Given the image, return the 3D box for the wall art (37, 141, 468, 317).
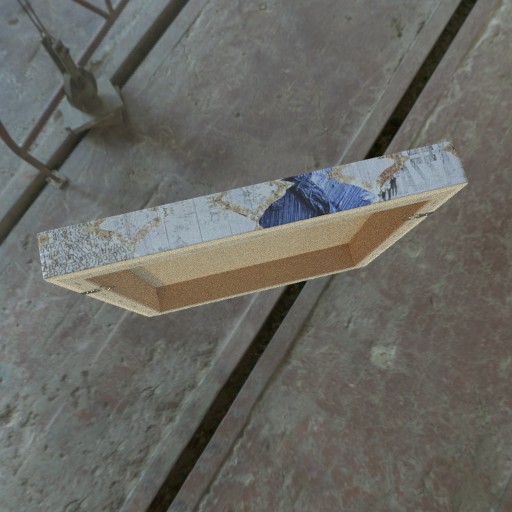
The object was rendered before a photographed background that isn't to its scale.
[{"bbox_3d":[0.000,0.000,0.457,0.303,0.304,0.036,-13,78,-3],"label":"wall art"}]
